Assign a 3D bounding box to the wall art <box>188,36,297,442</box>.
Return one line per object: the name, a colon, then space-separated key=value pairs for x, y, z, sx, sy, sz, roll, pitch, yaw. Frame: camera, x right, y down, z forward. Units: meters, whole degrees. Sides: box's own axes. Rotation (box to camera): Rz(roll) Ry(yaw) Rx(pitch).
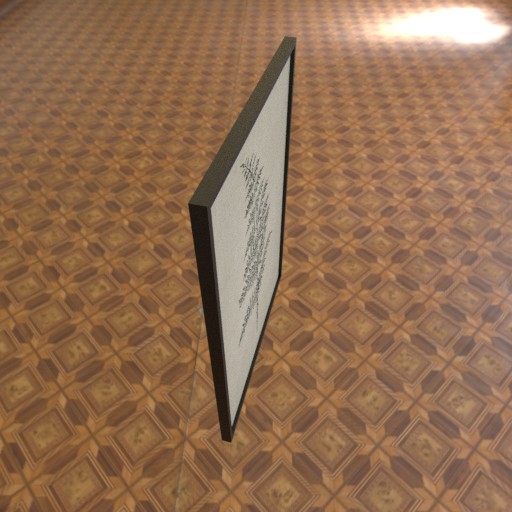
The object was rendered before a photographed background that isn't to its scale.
wall art: x=0.000 y=0.000 z=1.433 sx=0.036 sy=1.070 sz=0.802 roll=11 pitch=47 yaw=10
